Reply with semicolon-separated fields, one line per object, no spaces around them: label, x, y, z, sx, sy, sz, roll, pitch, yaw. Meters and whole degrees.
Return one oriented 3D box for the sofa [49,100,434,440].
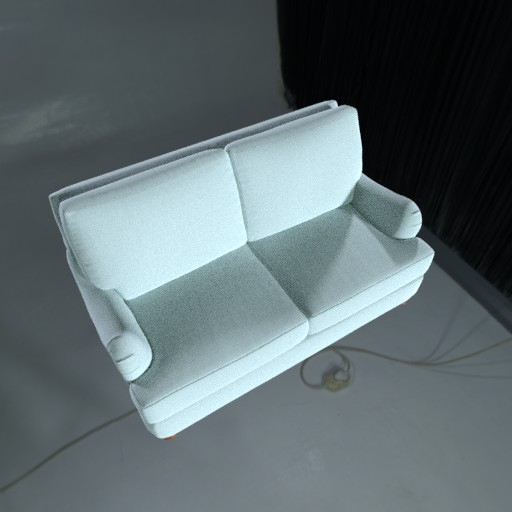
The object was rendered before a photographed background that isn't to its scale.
sofa;0.000;0.000;2.516;1.853;1.101;1.084;-24;52;-21
